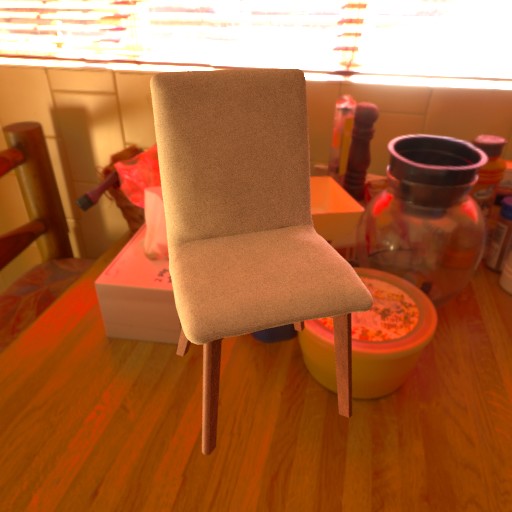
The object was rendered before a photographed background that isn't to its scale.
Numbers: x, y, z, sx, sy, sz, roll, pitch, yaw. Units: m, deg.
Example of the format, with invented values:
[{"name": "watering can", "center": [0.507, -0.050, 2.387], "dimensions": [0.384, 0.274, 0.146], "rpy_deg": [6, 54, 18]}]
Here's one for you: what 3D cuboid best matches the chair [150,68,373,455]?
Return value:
[{"name": "chair", "center": [0.000, 0.000, 1.325], "dimensions": [0.522, 0.974, 0.563], "rpy_deg": [-9, 33, -14]}]
